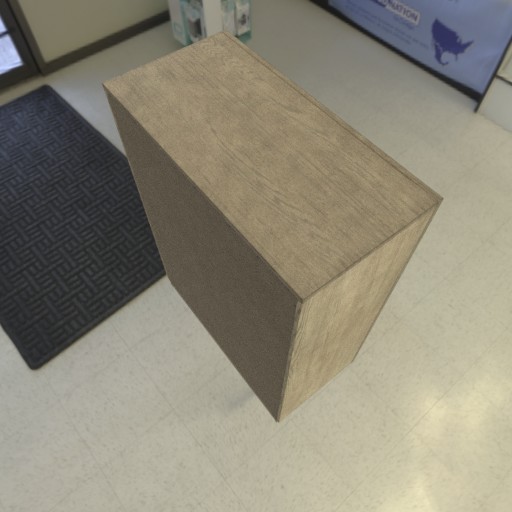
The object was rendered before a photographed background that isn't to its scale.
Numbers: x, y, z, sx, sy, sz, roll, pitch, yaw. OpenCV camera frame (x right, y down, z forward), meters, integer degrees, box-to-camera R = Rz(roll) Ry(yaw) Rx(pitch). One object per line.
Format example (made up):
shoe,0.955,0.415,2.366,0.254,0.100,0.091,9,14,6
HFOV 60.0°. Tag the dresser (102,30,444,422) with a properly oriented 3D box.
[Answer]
dresser,0.000,0.000,1.815,0.483,1.295,0.967,-33,63,-19
